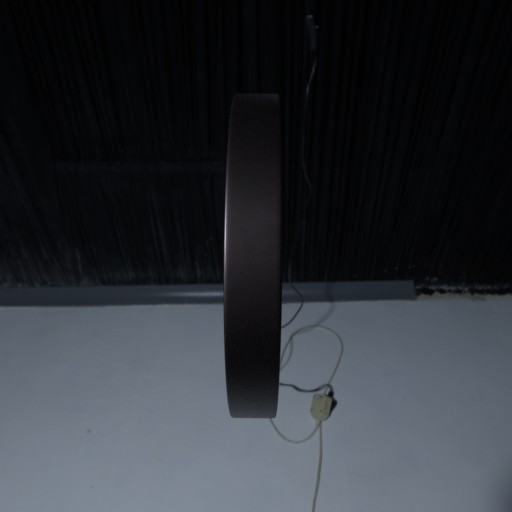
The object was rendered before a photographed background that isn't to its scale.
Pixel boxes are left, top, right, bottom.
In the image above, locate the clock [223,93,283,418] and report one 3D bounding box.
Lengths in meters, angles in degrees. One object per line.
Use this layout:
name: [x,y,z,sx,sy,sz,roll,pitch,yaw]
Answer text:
clock: [0.000,0.000,0.456,0.040,0.314,0.314,1,42,1]
